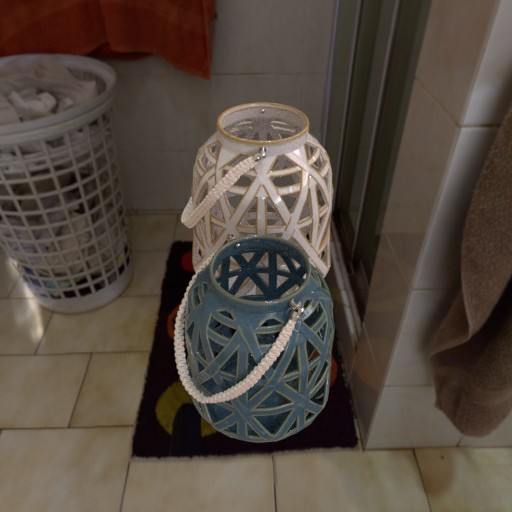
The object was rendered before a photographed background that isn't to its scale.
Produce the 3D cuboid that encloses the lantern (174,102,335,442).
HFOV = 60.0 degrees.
[{"bbox_3d":[0.000,0.000,0.624,0.245,0.307,0.439,1,41,1],"label":"lantern"}]
